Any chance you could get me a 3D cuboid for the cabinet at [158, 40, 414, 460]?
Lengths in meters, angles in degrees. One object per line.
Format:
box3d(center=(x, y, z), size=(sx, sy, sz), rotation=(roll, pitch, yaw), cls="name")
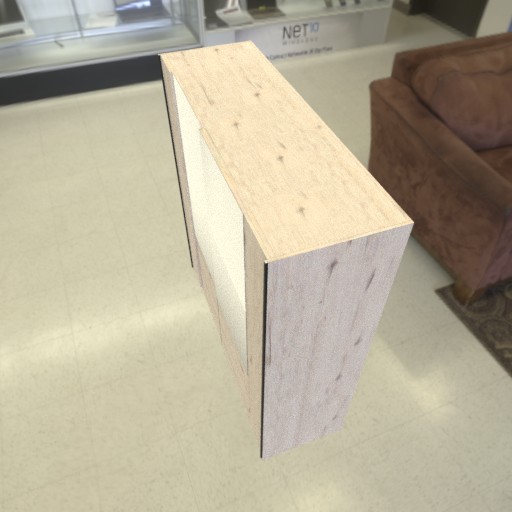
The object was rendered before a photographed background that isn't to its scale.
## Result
box3d(center=(0.000, 0.000, 3.194), size=(0.660, 2.180, 2.000), rotation=(-15, 49, -14), cls="cabinet")
